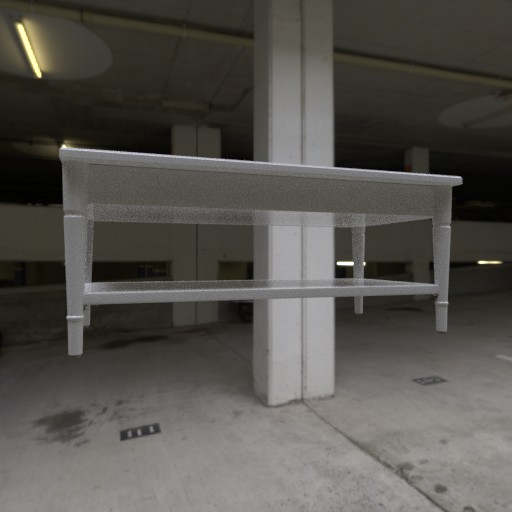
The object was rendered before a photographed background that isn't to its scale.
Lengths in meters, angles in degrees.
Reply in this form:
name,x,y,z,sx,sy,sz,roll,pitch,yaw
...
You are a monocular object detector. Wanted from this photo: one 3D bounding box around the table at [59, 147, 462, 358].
name,x,y,z,sx,sy,sz,roll,pitch,yaw
table,0.000,0.000,1.371,1.067,0.457,0.559,0,0,-19
